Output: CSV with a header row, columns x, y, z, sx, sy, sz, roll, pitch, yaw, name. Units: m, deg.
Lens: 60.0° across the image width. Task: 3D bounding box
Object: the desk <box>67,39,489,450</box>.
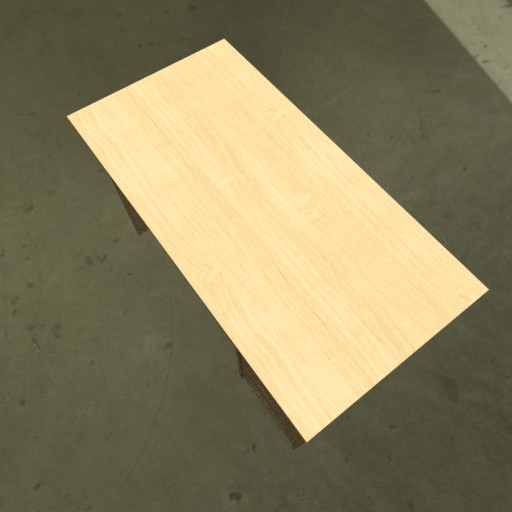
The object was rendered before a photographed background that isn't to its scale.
x,y,z,sx,sy,sz,roll,pitch,yaw,name
0.000,0.000,1.500,0.560,0.735,1.097,-34,68,-15,desk
